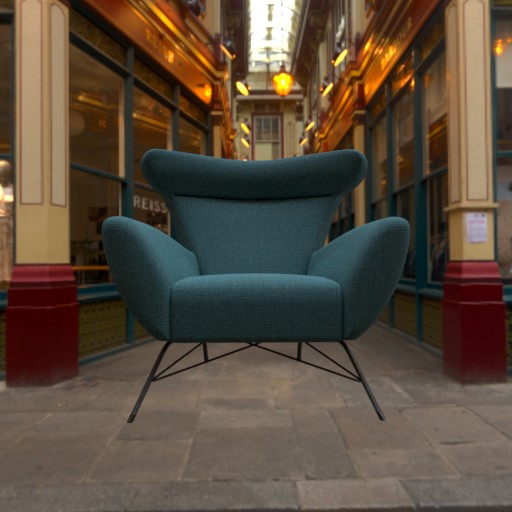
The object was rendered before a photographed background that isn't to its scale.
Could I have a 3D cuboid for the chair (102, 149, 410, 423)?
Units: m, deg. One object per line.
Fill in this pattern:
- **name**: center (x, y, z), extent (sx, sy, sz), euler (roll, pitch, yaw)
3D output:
- **chair**: center (0.000, 0.000, 1.757), extent (1.050, 0.980, 0.900), euler (0, 0, -1)
